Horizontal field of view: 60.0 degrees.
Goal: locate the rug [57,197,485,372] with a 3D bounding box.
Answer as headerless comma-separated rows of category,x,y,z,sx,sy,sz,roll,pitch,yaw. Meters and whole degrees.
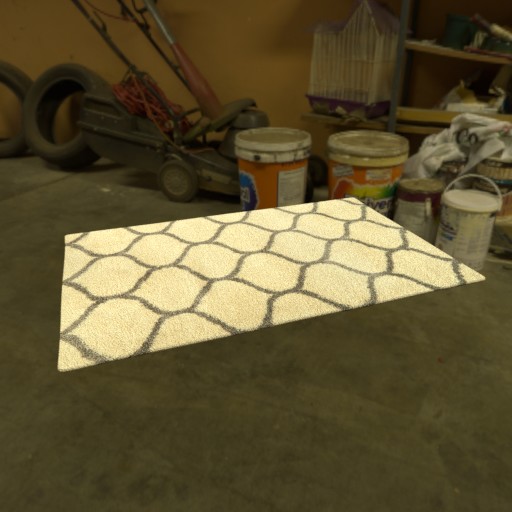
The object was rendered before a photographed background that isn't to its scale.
rug,0.000,0.000,2.877,2.348,0.024,1.501,-9,28,-18
